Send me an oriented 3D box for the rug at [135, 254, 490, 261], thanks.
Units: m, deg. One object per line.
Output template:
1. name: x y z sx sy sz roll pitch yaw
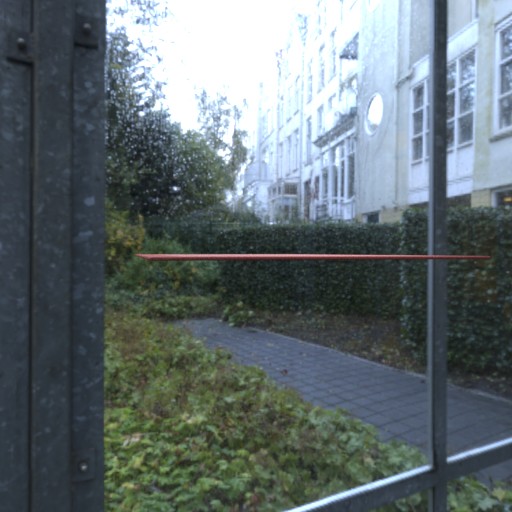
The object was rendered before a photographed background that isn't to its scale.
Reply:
1. rug: 0.000 0.000 2.985 1.524 0.014 2.438 0 0 -16
